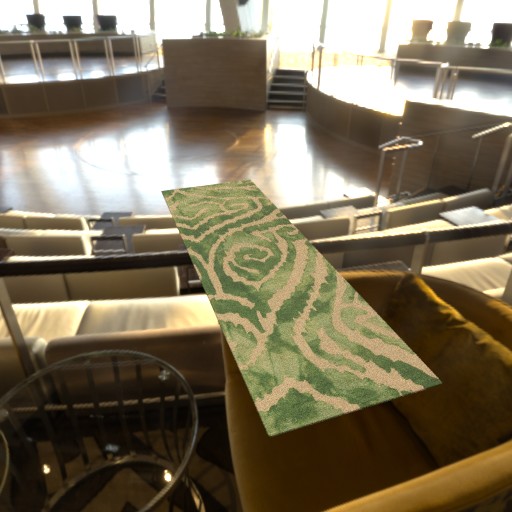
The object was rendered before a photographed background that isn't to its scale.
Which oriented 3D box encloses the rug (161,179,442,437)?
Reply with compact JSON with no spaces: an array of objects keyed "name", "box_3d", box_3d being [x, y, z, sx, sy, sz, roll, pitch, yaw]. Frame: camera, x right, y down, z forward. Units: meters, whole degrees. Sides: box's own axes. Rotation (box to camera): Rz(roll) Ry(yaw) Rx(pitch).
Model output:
[{"name":"rug","box_3d":[0.000,0.000,2.694,0.761,0.006,2.438,-10,32,-17]}]
